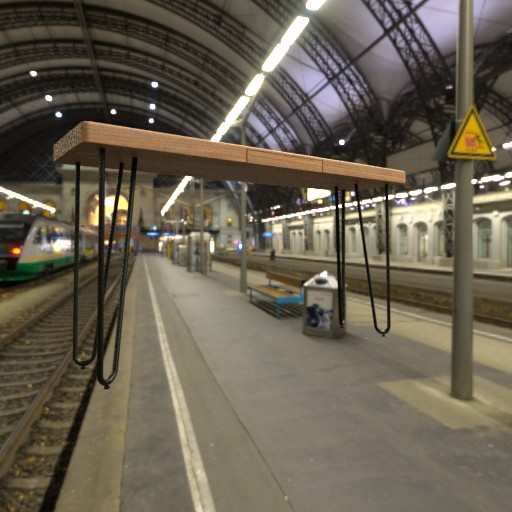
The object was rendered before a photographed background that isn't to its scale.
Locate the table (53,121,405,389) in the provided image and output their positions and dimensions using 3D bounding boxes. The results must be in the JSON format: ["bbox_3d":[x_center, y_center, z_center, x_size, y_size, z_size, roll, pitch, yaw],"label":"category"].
[{"bbox_3d":[0.000,0.000,1.949,1.570,0.834,0.425,-1,2,-36],"label":"table"}]
